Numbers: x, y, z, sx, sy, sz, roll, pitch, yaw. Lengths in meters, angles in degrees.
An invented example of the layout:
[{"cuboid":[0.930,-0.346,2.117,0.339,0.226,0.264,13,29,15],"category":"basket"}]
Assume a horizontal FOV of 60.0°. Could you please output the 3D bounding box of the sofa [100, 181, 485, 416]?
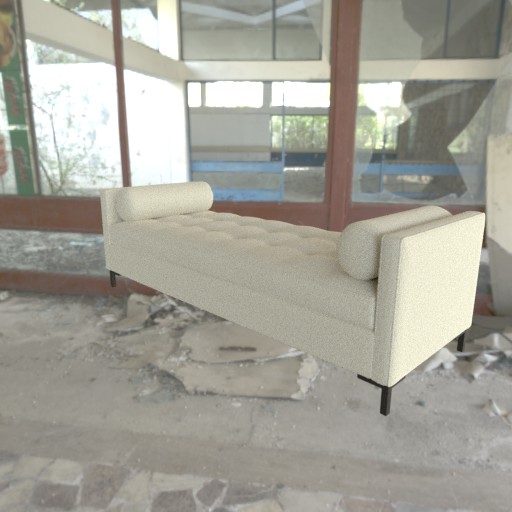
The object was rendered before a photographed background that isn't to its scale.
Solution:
[{"cuboid":[0.000,0.000,2.331,0.746,0.641,1.985,-14,20,-43],"category":"sofa"}]
